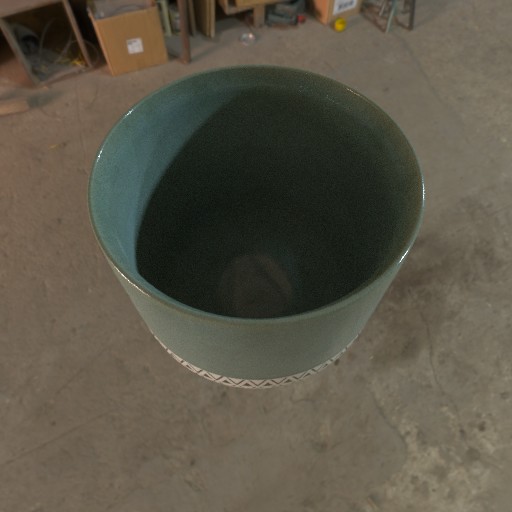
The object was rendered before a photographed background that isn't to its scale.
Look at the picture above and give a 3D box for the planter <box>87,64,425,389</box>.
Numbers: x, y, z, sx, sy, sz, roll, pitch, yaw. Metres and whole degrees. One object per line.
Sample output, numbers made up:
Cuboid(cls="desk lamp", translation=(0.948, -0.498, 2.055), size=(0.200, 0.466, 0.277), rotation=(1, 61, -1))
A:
Cuboid(cls="planter", translation=(0.000, 0.000, 0.469), size=(0.266, 0.270, 0.266), rotation=(0, 59, 0))
